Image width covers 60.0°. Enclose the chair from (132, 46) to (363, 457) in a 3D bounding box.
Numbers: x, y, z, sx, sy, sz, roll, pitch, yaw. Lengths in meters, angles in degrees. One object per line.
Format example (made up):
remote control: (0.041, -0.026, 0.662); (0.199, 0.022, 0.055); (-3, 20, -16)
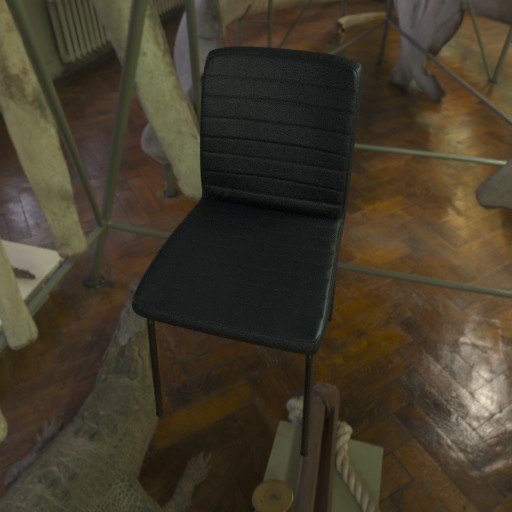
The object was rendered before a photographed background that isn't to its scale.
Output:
chair: (0.000, 0.000, 1.162); (0.450, 0.872, 0.572); (11, 43, 12)
